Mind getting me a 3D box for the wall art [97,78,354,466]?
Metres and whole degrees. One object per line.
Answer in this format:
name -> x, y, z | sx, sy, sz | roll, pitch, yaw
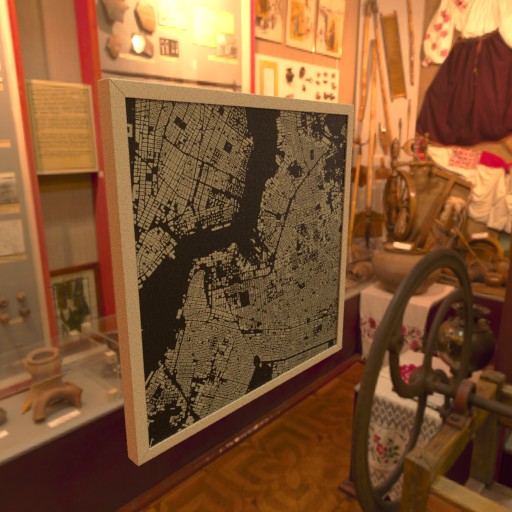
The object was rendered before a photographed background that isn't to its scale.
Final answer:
wall art -> 0.000, 0.000, 1.115 | 0.050, 0.762, 0.761 | 13, 20, 42
